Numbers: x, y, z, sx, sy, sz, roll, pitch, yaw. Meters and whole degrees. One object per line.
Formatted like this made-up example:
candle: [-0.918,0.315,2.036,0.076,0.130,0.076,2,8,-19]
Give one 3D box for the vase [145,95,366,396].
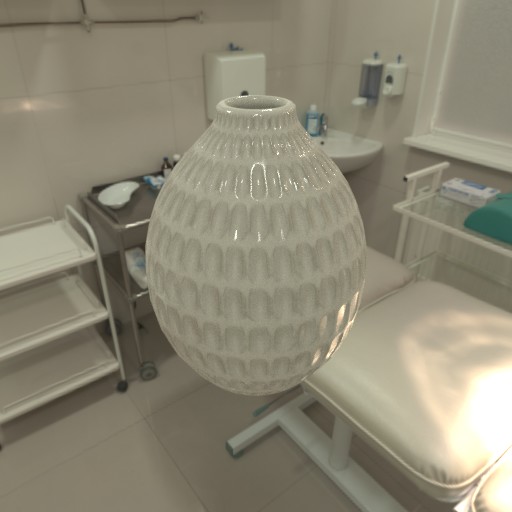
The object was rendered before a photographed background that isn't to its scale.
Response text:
vase: [0.000,0.000,0.333,0.162,0.223,0.162,0,30,0]
